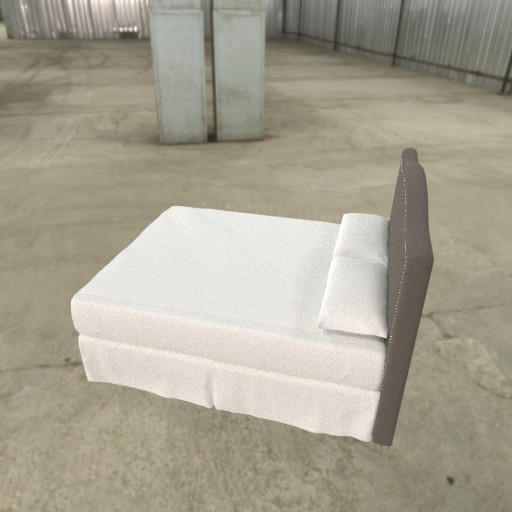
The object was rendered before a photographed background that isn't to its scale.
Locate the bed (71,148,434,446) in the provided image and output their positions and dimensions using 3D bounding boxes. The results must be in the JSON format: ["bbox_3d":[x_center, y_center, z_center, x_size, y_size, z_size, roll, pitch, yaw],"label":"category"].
[{"bbox_3d":[0.000,0.000,3.092,2.036,1.387,1.666,8,30,13],"label":"bed"}]
